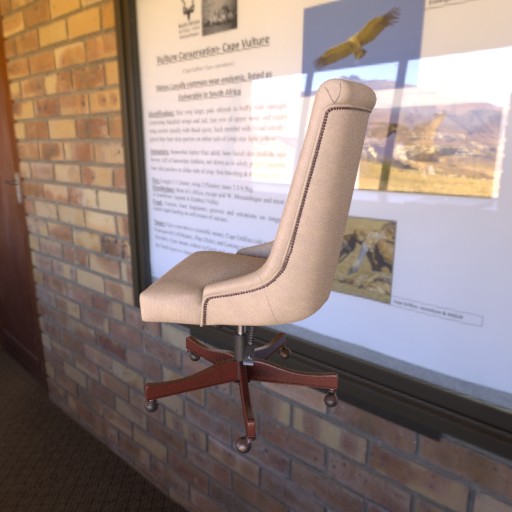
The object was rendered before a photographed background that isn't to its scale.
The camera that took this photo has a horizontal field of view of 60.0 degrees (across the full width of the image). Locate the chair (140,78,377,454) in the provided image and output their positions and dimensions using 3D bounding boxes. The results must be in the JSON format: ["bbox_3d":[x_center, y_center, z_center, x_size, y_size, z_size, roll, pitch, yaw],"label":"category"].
[{"bbox_3d":[0.000,0.000,1.436,0.696,1.010,0.645,2,14,9],"label":"chair"}]
